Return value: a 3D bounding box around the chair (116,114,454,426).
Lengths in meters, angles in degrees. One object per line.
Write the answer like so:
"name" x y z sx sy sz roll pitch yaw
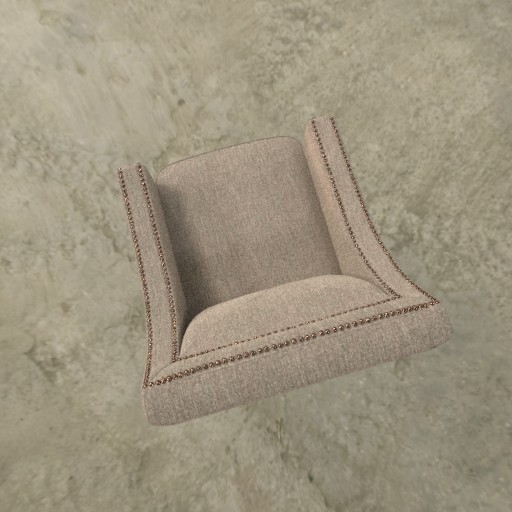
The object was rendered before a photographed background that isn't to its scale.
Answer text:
"chair" 0.000 0.000 1.592 0.776 0.967 0.884 -15 77 -4
